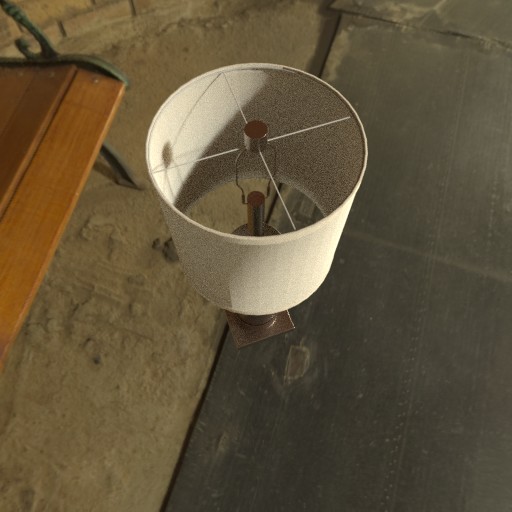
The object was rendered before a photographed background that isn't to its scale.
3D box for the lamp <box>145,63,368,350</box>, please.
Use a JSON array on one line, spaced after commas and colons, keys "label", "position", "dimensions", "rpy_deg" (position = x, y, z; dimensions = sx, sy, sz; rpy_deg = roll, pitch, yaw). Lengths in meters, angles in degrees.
[{"label": "lamp", "position": [0.000, 0.000, 0.618], "dimensions": [0.202, 0.509, 0.202], "rpy_deg": [-18, 66, -8]}]
